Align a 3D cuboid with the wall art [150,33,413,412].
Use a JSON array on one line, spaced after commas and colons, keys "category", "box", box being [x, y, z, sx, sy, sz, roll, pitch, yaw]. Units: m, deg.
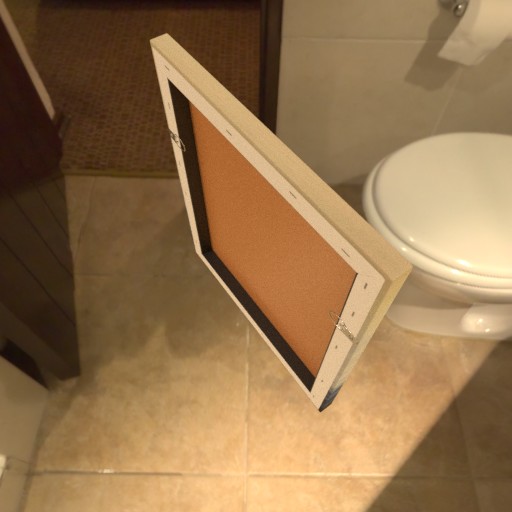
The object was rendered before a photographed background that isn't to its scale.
[{"category": "wall art", "box": [0.000, 0.000, 0.970, 0.041, 0.710, 0.608, -32, 63, -18]}]
